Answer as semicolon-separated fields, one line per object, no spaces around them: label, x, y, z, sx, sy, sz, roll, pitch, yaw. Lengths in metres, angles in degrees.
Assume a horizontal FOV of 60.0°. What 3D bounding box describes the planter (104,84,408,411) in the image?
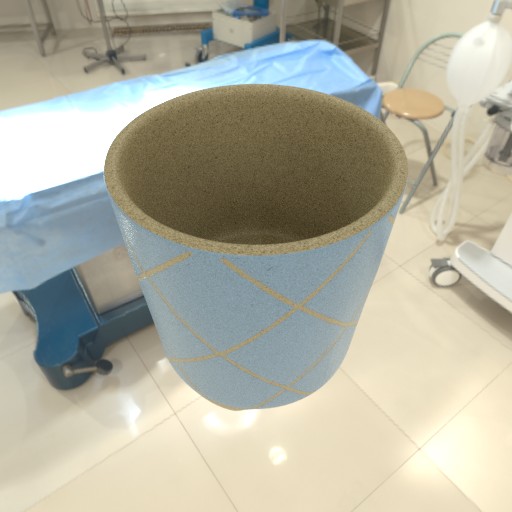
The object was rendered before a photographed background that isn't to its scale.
planter;0.000;0.000;0.422;0.227;0.235;0.227;0;46;0
